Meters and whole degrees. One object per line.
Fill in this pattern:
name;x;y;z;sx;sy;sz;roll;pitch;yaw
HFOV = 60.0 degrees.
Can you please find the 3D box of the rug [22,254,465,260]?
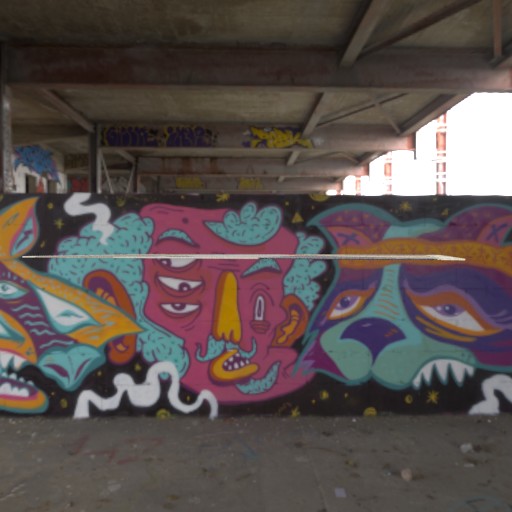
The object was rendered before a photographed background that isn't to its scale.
rug;0.000;0.000;2.282;1.828;0.005;1.220;0;1;19
